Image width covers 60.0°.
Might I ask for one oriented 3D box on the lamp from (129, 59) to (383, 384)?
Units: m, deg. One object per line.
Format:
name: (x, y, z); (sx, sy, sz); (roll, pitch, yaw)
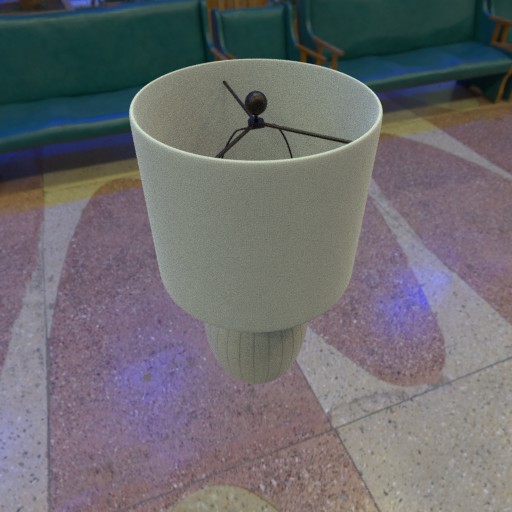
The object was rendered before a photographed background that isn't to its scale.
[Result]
lamp: (0.000, 0.000, 0.764); (0.328, 0.570, 0.328); (0, 42, 0)
